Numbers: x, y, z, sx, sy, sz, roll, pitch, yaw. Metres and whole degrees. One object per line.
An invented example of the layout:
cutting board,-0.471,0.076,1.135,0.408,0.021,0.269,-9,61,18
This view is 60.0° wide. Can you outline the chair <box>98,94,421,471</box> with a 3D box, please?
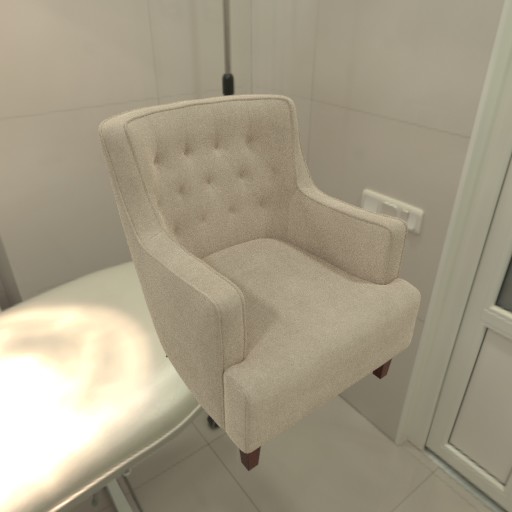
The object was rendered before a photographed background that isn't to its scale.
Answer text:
chair,0.000,0.000,1.557,0.781,0.920,0.910,-21,37,-31
